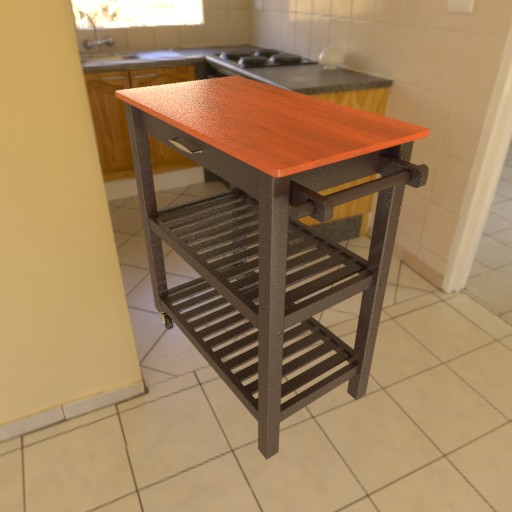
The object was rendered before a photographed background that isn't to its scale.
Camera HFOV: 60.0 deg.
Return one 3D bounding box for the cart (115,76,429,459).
[{"bbox_3d":[0.000,0.000,1.436,0.457,0.927,0.899,-21,37,-29],"label":"cart"}]
